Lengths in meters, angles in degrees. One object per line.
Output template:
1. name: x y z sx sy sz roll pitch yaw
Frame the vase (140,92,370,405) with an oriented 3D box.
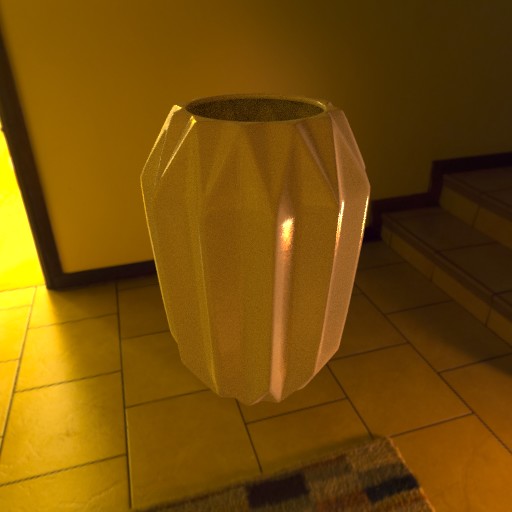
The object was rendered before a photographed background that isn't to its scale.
1. vase: 0.000 0.000 0.420 0.195 0.275 0.195 0 29 0
